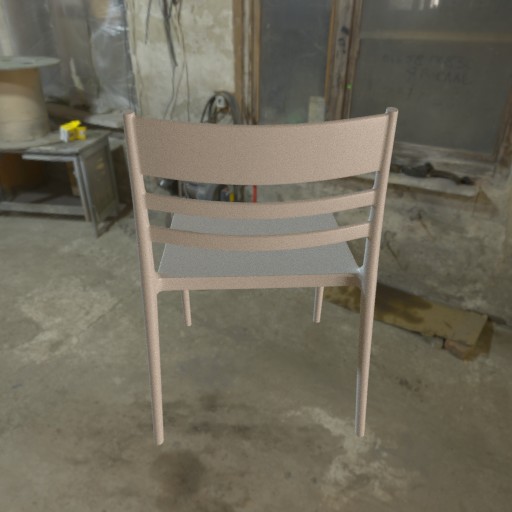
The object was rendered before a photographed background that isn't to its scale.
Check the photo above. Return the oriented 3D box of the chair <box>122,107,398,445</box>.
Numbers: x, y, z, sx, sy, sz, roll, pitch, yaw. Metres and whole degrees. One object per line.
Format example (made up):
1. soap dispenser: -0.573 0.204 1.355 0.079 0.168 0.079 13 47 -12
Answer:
1. chair: 0.000 0.000 1.129 0.531 0.800 0.511 -1 29 -2
